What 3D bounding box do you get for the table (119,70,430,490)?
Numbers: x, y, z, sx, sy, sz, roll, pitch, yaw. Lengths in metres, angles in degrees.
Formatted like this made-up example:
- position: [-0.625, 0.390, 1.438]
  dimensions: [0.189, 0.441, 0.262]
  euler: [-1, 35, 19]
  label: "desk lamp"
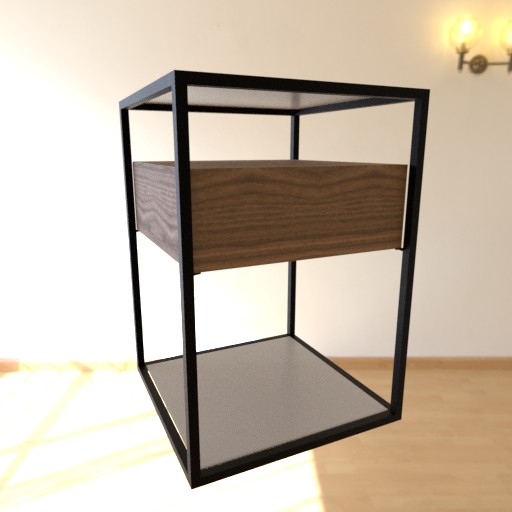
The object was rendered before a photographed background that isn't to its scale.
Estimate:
- position: [0.000, 0.000, 0.791]
  dimensions: [0.378, 0.540, 0.378]
  euler: [-6, 15, -25]
  label: "table"
